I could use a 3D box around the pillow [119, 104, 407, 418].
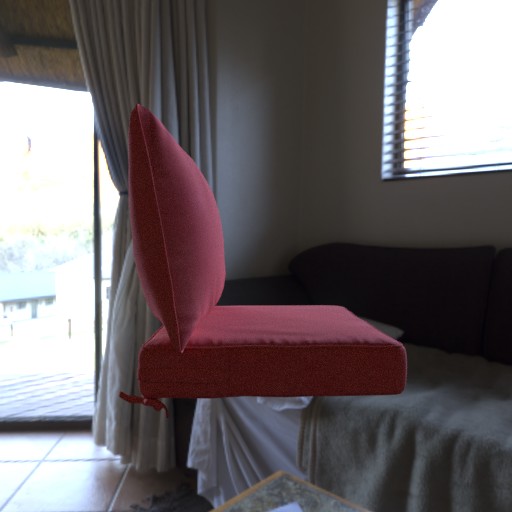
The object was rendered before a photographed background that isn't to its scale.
[{"bbox_3d":[0.000,0.000,1.394,0.733,0.725,0.798,0,2,-2],"label":"pillow"}]
